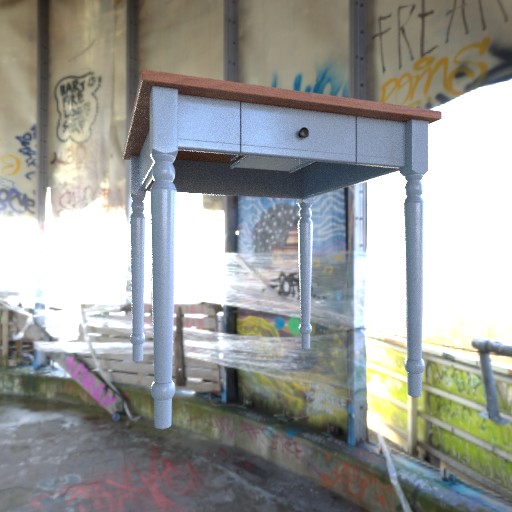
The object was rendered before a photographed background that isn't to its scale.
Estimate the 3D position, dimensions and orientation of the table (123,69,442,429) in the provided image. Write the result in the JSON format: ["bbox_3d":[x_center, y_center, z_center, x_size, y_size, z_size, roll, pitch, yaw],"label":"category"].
[{"bbox_3d":[0.000,0.000,1.357,0.747,0.738,0.747,0,-1,-20],"label":"table"}]
